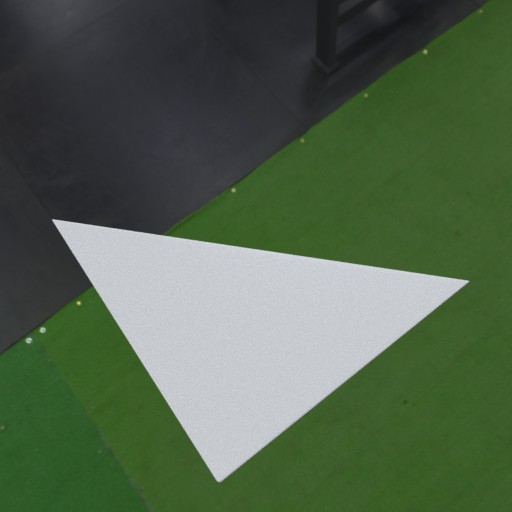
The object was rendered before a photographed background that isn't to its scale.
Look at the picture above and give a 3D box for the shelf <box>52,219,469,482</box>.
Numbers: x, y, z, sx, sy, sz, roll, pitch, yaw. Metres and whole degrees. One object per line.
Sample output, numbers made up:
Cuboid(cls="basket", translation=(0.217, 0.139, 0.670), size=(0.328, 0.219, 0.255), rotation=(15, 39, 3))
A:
Cuboid(cls="shelf", translation=(0.000, 0.000, 0.451), size=(0.296, 0.035, 0.296), rotation=(-35, 76, -10))
